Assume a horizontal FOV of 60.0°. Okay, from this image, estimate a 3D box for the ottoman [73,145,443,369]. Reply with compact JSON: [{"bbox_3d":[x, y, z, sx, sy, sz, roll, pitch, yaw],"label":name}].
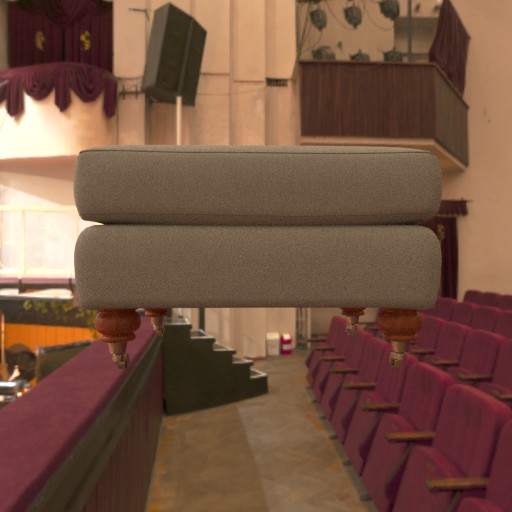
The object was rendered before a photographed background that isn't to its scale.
[{"bbox_3d":[0.000,0.000,1.161,0.773,0.499,0.569,0,-1,-1],"label":"ottoman"}]
